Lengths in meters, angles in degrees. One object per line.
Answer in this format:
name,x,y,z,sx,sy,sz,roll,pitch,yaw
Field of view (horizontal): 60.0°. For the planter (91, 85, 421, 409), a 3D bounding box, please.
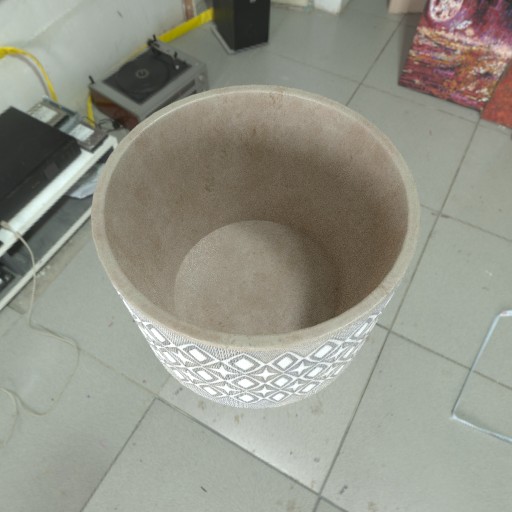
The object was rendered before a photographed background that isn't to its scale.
planter,0.000,0.000,0.278,0.164,0.127,0.164,0,59,0
